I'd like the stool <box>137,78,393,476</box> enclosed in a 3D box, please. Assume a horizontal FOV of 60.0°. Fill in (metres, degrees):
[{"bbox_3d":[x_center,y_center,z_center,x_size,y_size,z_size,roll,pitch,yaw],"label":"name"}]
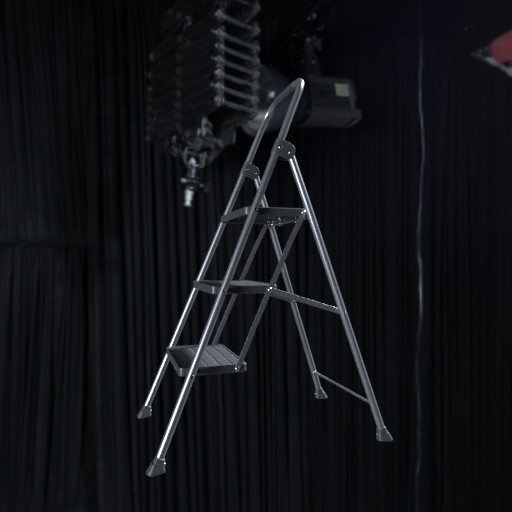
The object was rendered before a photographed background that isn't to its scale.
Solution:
[{"bbox_3d":[0.000,0.000,1.459,0.733,1.121,0.473,0,0,-18],"label":"stool"}]
